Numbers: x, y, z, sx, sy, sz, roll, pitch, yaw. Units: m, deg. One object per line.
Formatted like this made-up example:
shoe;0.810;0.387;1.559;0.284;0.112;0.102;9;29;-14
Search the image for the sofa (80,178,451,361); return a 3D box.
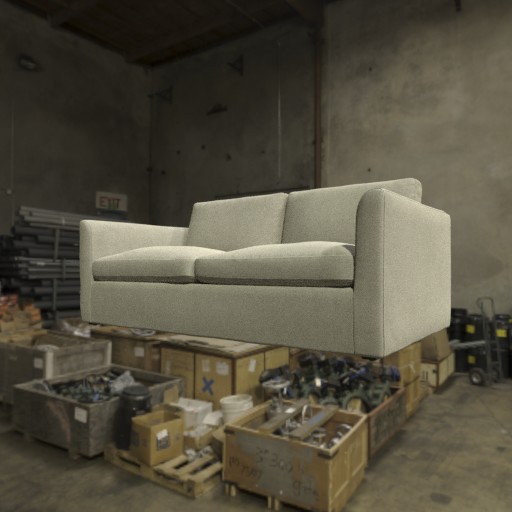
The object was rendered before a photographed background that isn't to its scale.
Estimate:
sofa;0.000;0.000;2.571;1.905;0.839;1.091;-1;-2;36
